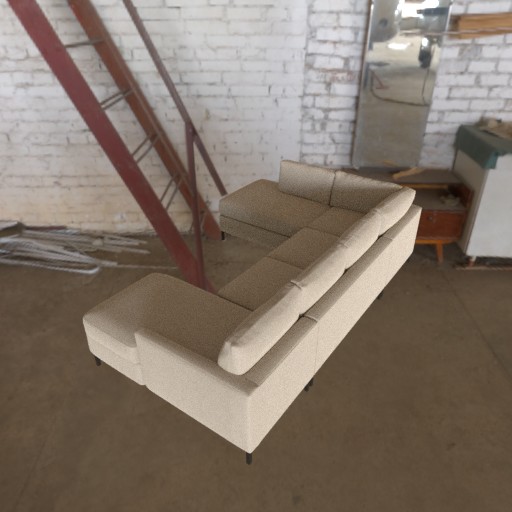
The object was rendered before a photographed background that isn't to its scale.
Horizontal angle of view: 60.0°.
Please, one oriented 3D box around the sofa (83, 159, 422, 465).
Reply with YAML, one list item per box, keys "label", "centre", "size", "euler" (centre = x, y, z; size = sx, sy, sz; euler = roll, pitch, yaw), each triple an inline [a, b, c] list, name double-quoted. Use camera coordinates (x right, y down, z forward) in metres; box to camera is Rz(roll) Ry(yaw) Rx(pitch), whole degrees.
- label: "sofa"
  centre: [0.000, 0.000, 3.931]
  size: [1.989, 0.862, 2.984]
  euler: [20, 36, 30]
